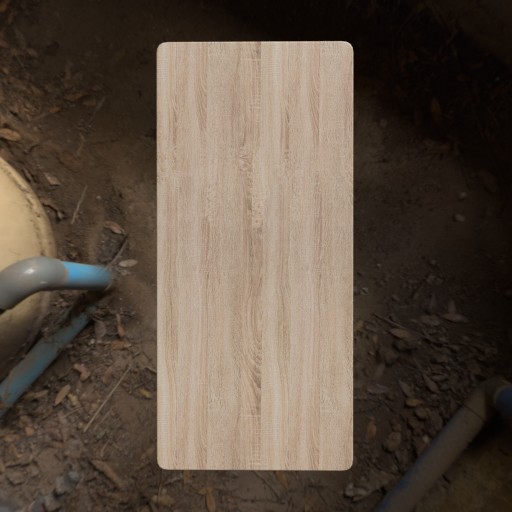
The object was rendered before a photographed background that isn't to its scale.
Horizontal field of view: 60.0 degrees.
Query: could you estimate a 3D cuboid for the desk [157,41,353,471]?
[{"bbox_3d":[0.000,0.000,1.620,0.550,0.760,1.200,0,90,1],"label":"desk"}]
